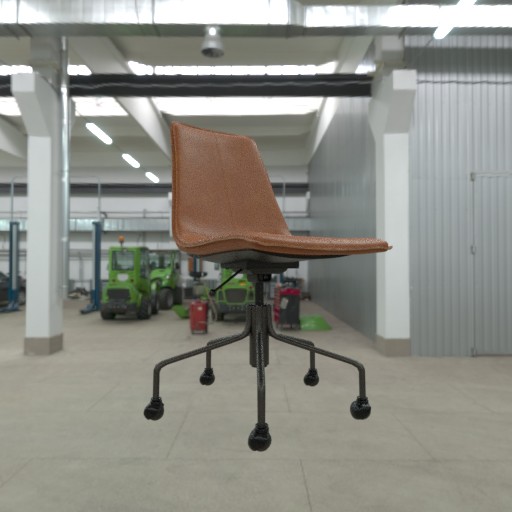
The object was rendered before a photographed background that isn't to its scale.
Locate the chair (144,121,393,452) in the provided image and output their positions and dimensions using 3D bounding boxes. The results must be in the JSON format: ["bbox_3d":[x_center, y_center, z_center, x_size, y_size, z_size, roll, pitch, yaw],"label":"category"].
[{"bbox_3d":[0.000,0.000,1.354,0.651,0.920,0.660,1,-1,-35],"label":"chair"}]
